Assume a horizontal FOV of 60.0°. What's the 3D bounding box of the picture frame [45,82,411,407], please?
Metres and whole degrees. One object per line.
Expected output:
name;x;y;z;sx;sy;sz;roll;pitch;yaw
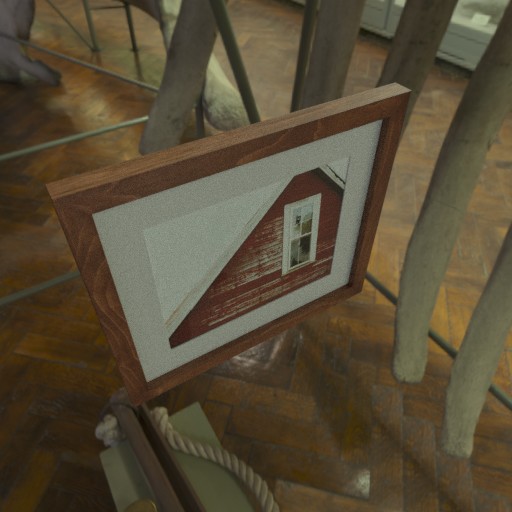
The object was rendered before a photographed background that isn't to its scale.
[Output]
picture frame;0.000;0.000;0.533;0.381;0.330;0.025;-23;48;-22
